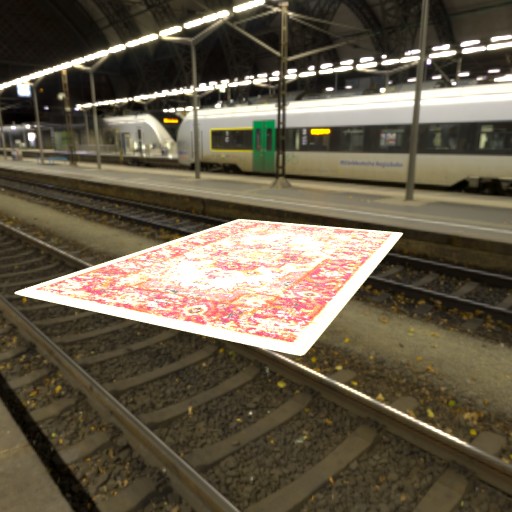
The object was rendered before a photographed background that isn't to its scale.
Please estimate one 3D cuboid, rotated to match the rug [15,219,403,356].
[{"bbox_3d":[0.000,0.000,1.062,0.556,0.004,0.868,7,16,25],"label":"rug"}]
